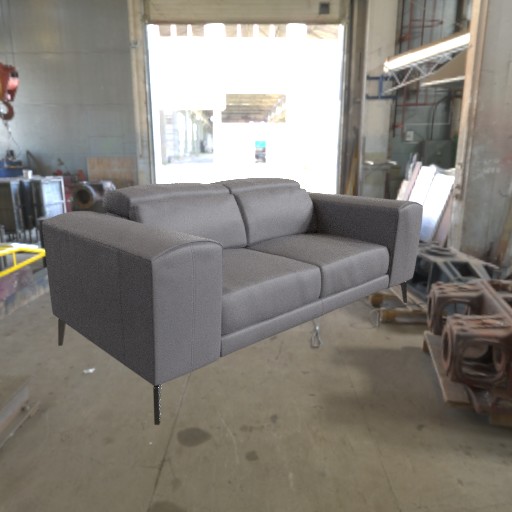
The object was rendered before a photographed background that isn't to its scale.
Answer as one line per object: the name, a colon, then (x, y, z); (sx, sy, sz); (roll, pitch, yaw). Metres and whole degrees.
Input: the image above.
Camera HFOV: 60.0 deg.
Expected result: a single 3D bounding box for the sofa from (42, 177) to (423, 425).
sofa: (0.000, 0.000, 2.426); (1.895, 0.779, 1.003); (-13, 19, -42)
